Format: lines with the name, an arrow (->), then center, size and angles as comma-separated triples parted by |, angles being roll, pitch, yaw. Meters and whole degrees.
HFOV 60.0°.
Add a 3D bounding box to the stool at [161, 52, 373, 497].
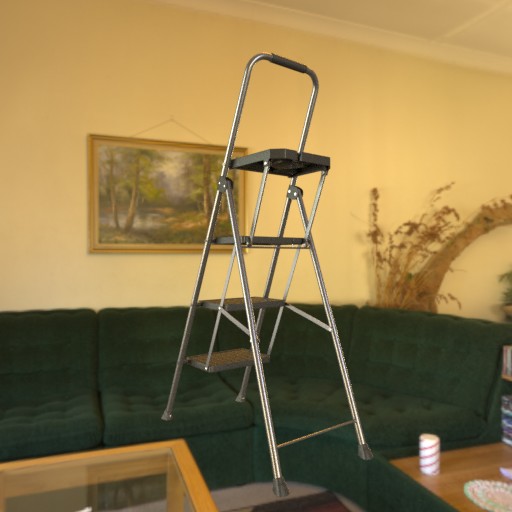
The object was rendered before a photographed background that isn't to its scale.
stool -> 0.000, 0.000, 1.576 | 0.396, 1.277, 0.733 | 0, 0, -37
